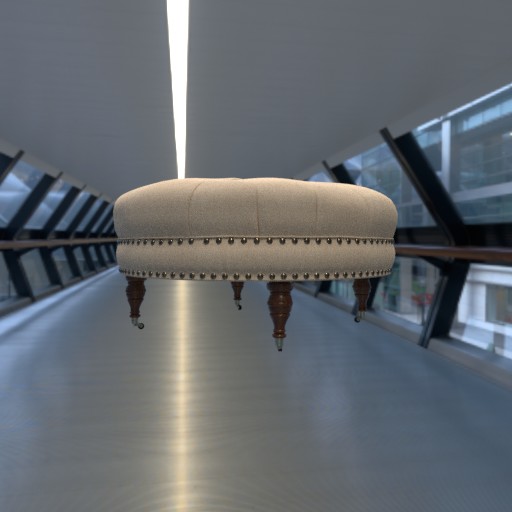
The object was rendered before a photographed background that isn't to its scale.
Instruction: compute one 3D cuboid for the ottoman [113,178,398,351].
[{"bbox_3d":[0.000,0.000,1.529,0.940,0.483,0.940,0,1,0],"label":"ottoman"}]
